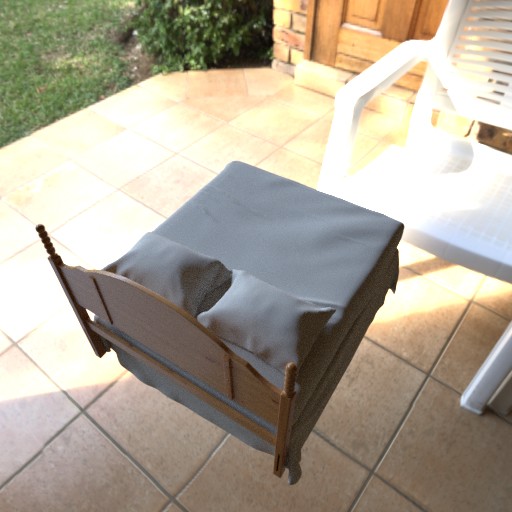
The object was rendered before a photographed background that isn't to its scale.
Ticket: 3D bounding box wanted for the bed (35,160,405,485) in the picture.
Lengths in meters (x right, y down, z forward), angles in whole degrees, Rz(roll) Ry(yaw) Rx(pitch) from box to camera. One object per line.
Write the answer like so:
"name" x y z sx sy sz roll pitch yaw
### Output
"bed" 0.000 0.000 3.212 1.873 1.356 2.040 25 52 22
